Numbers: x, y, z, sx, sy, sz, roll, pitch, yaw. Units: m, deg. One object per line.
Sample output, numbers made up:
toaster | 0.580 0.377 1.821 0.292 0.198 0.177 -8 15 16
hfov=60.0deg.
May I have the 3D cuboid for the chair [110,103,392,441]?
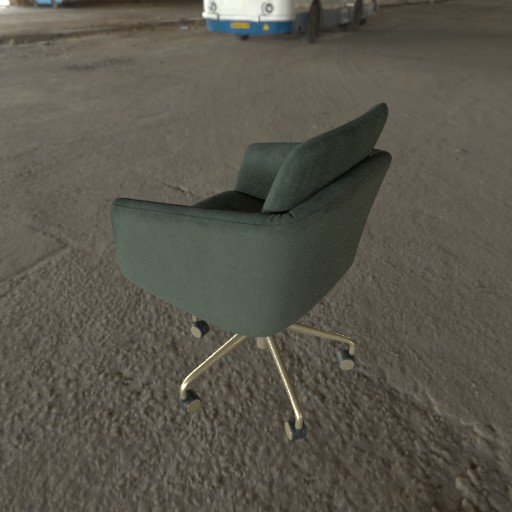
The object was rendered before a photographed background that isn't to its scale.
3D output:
chair | 0.000 0.000 1.342 0.635 0.908 0.641 20 38 29
